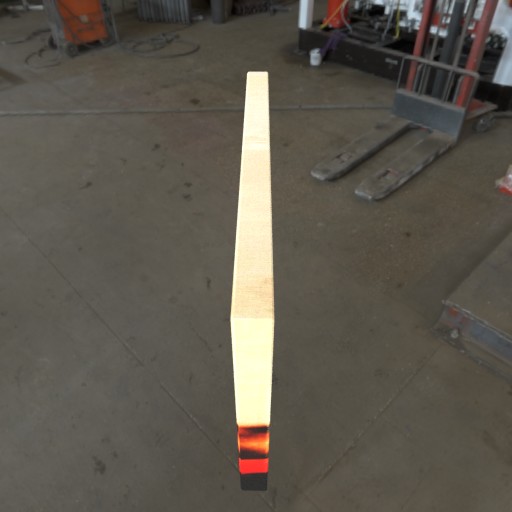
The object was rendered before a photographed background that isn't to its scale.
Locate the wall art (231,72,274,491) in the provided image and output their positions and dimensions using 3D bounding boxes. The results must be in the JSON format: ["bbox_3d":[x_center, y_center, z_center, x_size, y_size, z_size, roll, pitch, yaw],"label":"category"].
[{"bbox_3d":[0.000,0.000,0.762,0.040,0.402,0.613,0,42,0],"label":"wall art"}]
